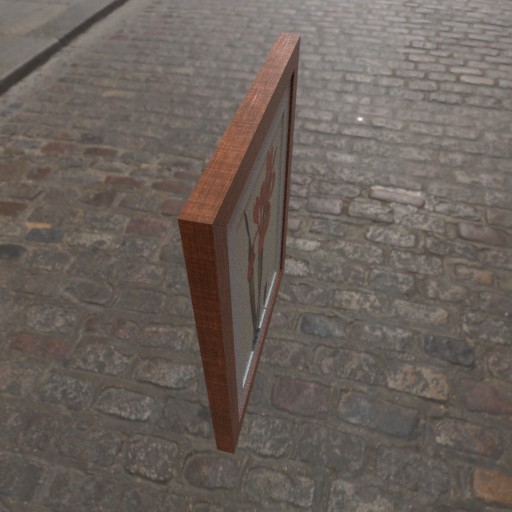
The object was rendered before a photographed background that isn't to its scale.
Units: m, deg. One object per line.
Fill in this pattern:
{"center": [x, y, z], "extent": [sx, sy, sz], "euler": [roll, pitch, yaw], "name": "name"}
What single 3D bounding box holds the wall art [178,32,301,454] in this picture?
{"center": [0.000, 0.000, 0.765], "extent": [0.033, 0.567, 0.467], "euler": [10, 47, 9], "name": "wall art"}
